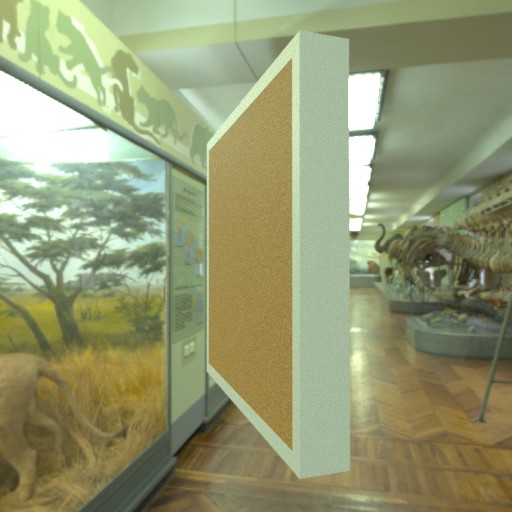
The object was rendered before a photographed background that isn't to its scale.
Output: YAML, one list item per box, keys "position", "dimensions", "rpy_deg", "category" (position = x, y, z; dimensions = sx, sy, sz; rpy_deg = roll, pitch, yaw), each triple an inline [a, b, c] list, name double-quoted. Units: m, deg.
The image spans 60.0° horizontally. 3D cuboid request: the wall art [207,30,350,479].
- position: [0.000, 0.000, 0.448]
  dimensions: [0.038, 0.302, 0.305]
  rpy_deg: [0, -1, -18]
  category: "wall art"
